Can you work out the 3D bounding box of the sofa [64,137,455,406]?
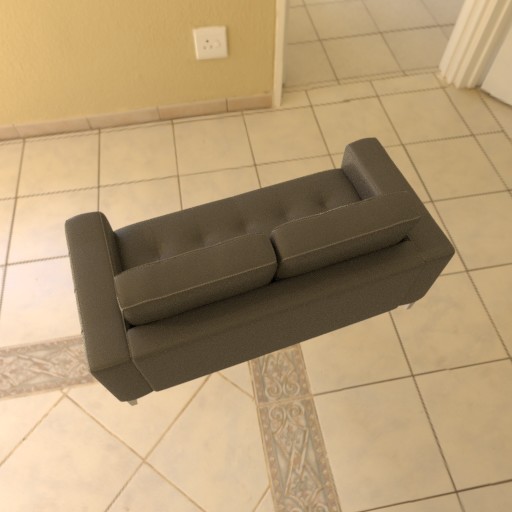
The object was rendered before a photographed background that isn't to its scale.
[{"bbox_3d":[0.000,0.000,2.256,1.726,0.892,0.833,-17,60,-10],"label":"sofa"}]
